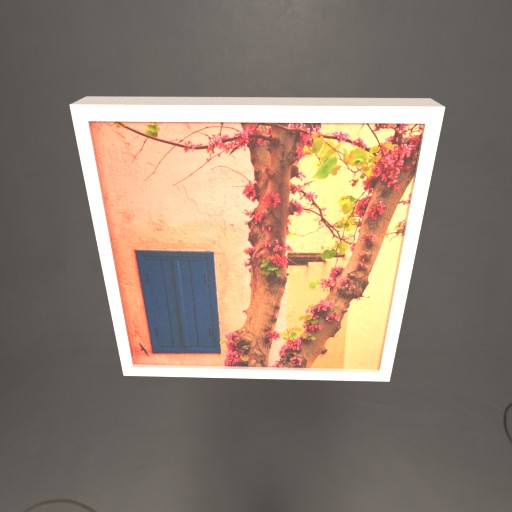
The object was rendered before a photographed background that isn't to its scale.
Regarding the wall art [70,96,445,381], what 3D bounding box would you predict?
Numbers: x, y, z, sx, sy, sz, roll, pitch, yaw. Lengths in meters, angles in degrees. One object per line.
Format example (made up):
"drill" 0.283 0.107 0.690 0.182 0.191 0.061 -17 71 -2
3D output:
"wall art" 0.000 0.000 0.450 0.305 0.302 0.038 1 30 2
